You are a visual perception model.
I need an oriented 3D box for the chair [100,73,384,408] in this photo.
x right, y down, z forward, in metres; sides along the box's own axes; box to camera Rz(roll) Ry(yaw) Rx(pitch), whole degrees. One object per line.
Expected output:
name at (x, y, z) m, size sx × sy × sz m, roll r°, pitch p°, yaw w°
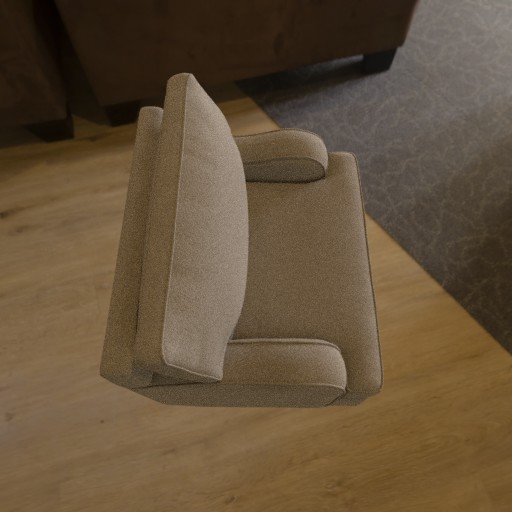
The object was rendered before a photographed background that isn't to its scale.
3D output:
chair at (0.000, 0.000, 1.988) m, size 1.040 × 1.016 × 1.220 m, roll 0°, pitch 64°, yaw 0°
